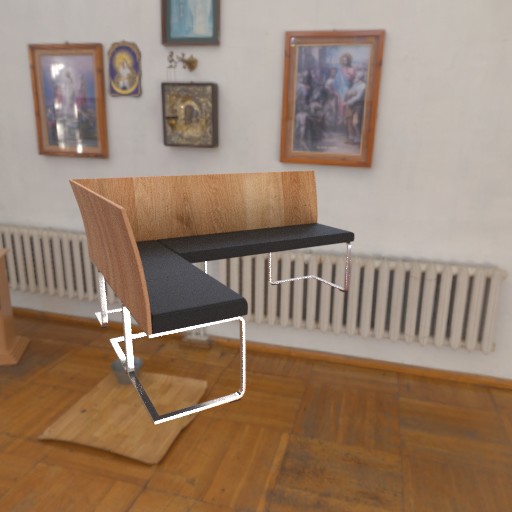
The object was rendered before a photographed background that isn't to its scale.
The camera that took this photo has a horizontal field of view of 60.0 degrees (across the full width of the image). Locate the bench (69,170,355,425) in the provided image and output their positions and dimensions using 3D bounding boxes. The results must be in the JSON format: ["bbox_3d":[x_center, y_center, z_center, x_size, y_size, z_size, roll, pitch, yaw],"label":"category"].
[{"bbox_3d":[0.000,0.000,2.808,1.945,0.930,1.495,-8,16,-28],"label":"bench"}]
